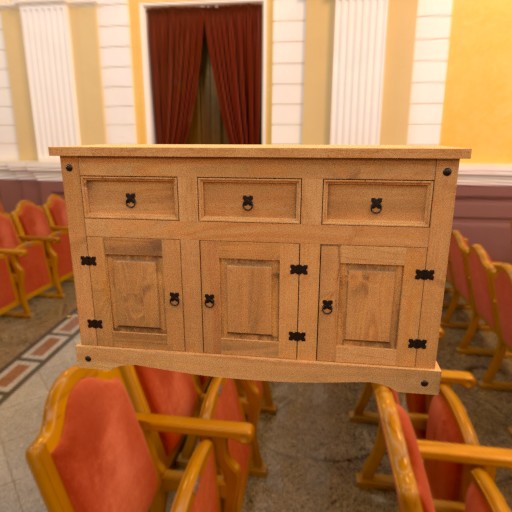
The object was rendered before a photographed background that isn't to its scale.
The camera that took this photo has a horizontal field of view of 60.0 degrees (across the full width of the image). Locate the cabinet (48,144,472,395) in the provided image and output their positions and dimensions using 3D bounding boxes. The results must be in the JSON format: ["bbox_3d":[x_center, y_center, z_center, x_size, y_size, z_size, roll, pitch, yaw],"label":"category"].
[{"bbox_3d":[0.000,0.000,1.682,1.321,0.810,0.432,2,15,8],"label":"cabinet"}]
